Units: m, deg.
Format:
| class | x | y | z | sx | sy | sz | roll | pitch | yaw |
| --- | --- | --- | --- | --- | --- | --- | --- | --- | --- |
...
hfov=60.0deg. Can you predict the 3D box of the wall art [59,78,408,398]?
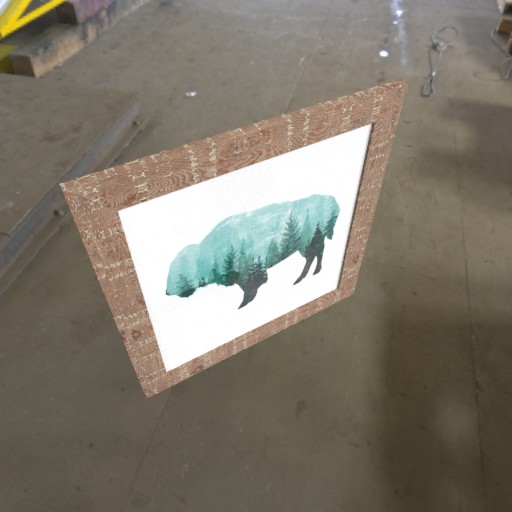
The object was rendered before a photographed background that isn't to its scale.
| class | x | y | z | sx | sy | sz | roll | pitch | yaw |
| --- | --- | --- | --- | --- | --- | --- | --- | --- | --- |
| wall art | 0.000 | 0.000 | 0.574 | 0.380 | 0.380 | 0.022 | -23 | 51 | -20 |
